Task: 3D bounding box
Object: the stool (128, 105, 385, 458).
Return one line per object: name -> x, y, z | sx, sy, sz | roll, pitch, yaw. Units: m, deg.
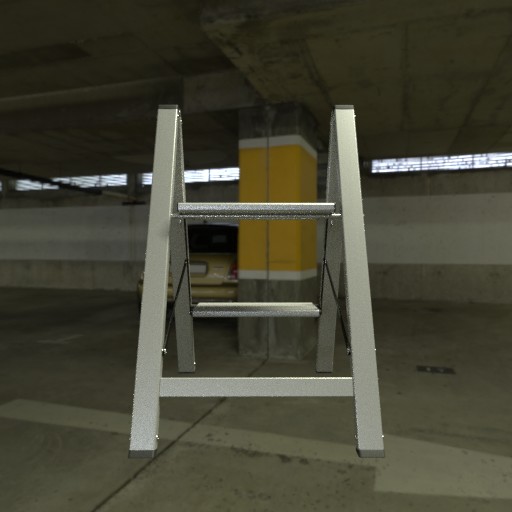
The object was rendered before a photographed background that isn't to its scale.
stool -> 0.000, 0.000, 1.006 | 0.440, 0.670, 0.535 | 0, 1, 0
